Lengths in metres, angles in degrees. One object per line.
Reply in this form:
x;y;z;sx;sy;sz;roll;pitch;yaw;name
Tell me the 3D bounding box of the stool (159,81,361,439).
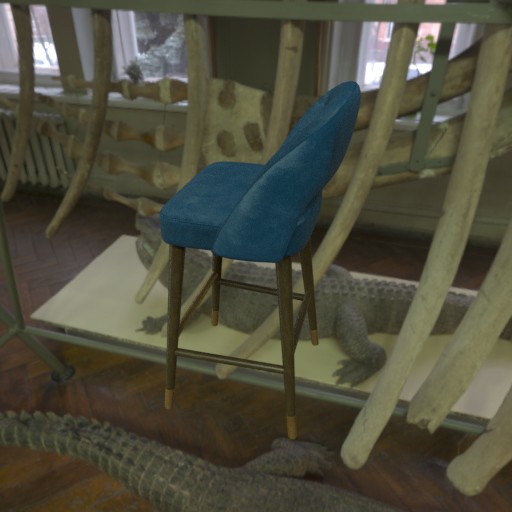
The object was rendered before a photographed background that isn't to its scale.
0.000;0.000;1.362;0.515;1.016;0.514;8;32;13;stool
